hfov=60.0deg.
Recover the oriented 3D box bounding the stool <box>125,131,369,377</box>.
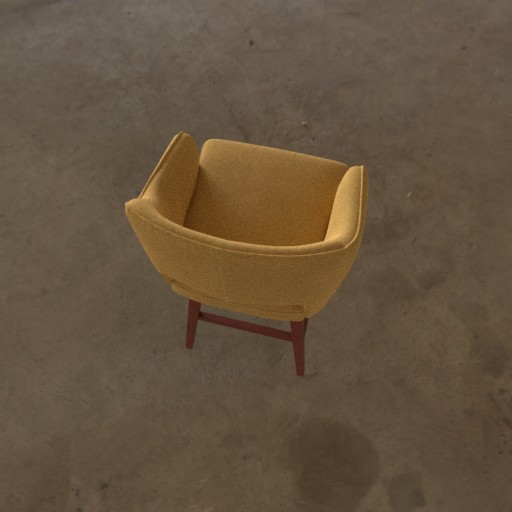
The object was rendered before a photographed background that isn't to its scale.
[{"bbox_3d":[0.000,0.000,1.364,0.548,1.012,0.558,12,63,6],"label":"stool"}]
